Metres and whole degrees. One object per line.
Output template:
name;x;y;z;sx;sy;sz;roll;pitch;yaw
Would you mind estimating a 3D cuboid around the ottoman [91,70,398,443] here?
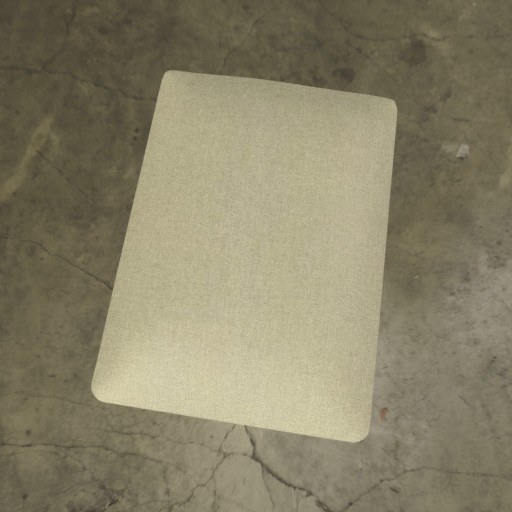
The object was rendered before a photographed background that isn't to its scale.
ottoman;0.000;0.000;1.234;0.619;0.504;0.843;8;76;2
